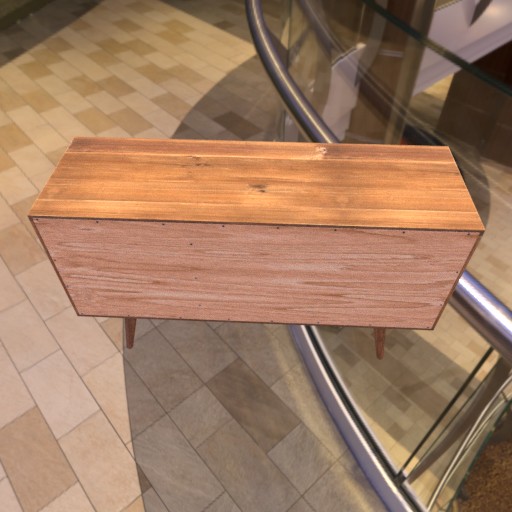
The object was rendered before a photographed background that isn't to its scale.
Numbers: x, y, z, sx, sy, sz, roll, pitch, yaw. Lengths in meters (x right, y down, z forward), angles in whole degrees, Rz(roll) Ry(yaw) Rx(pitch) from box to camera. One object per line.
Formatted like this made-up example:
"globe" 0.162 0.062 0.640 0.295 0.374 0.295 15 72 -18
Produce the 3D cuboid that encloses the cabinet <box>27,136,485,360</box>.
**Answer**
"cabinet" 0.000 0.000 1.803 1.400 0.800 0.472 2 47 2
